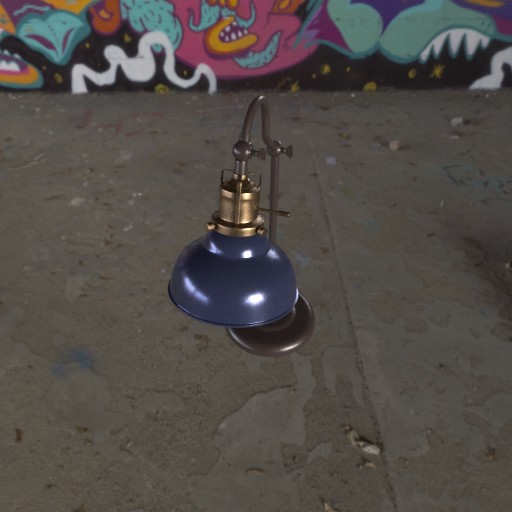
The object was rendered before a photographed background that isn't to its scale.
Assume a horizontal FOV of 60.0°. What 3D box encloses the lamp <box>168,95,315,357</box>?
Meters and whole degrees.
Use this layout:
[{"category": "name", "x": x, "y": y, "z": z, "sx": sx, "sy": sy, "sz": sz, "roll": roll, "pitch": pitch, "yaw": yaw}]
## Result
[{"category": "lamp", "x": 0.000, "y": 0.000, "z": 0.708, "sx": 0.192, "sy": 0.508, "sz": 0.374, "roll": 12, "pitch": 43, "yaw": 14}]
